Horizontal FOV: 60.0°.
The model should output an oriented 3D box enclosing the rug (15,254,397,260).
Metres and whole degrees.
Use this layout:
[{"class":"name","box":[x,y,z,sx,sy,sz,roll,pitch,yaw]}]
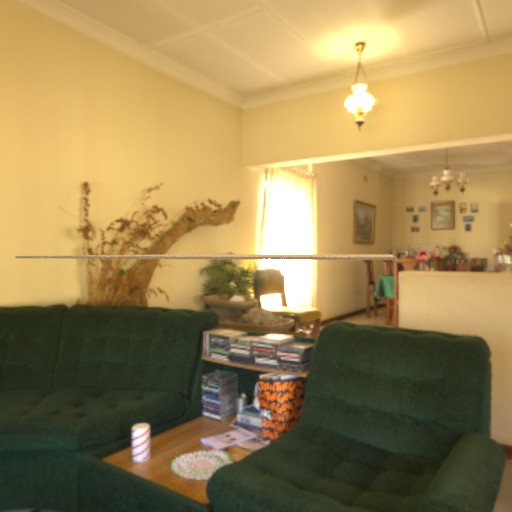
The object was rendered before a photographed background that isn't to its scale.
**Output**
[{"class":"rug","box":[0.000,0.000,3.829,2.288,0.018,2.895,0,1,17]}]
